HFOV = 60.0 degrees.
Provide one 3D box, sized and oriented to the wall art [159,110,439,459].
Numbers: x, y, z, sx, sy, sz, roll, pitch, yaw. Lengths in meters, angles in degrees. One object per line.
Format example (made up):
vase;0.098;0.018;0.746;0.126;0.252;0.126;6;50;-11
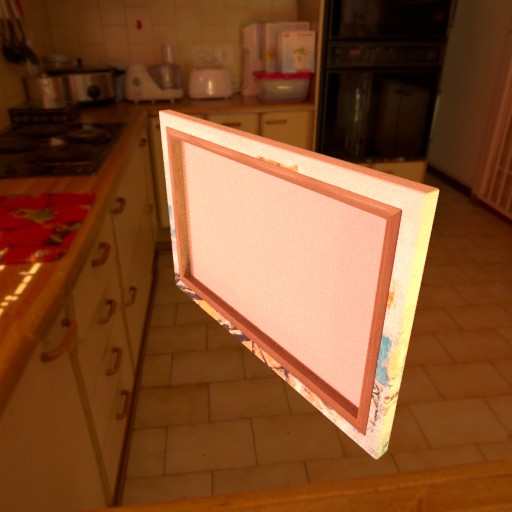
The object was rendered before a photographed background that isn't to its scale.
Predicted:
wall art;0.000;0.000;1.152;0.038;0.609;0.913;-19;33;-32
